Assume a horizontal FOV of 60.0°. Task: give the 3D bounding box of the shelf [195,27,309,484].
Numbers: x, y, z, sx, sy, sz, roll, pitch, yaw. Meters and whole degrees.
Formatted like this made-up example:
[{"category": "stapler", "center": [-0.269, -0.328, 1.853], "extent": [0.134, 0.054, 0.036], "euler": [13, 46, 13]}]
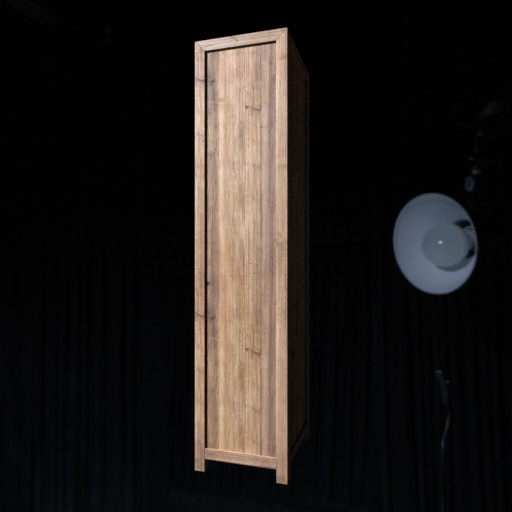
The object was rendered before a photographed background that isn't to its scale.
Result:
[{"category": "shelf", "center": [0.000, 0.000, 2.143], "extent": [0.428, 1.900, 0.500], "euler": [0, 0, 17]}]
